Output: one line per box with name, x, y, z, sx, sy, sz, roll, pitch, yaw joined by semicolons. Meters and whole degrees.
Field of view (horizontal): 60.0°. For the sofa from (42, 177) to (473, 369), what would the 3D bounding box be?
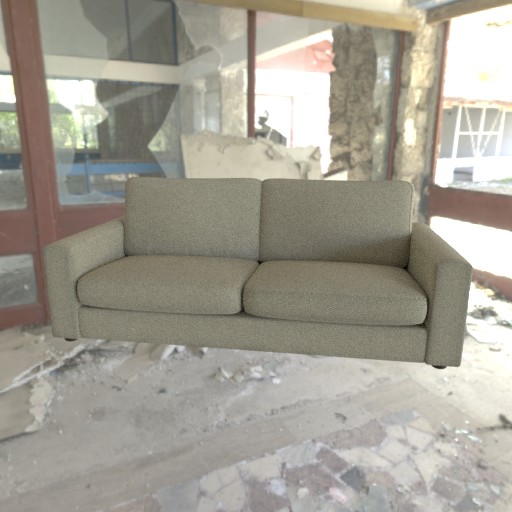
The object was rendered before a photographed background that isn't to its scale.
sofa;0.000;0.000;2.669;2.179;0.873;1.016;2;15;9
